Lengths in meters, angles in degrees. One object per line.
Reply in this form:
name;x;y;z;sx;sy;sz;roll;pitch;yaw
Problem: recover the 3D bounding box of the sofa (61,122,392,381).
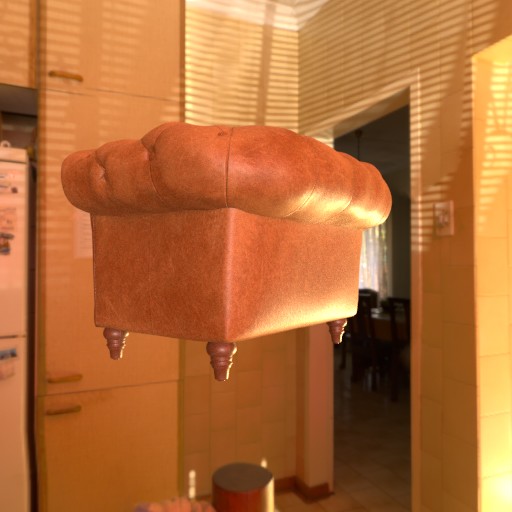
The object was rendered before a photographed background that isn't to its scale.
sofa;0.000;0.000;2.001;1.033;0.878;1.405;-1;-1;36
